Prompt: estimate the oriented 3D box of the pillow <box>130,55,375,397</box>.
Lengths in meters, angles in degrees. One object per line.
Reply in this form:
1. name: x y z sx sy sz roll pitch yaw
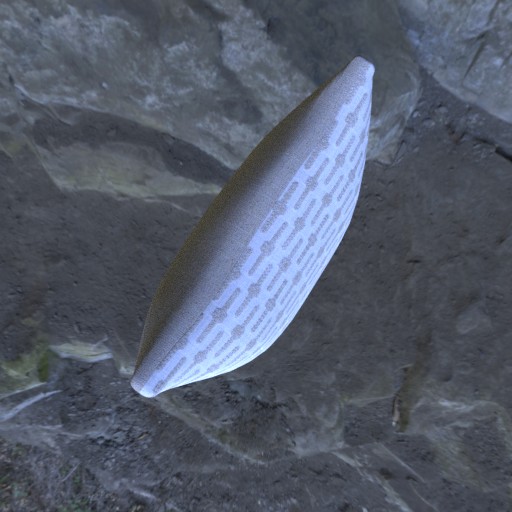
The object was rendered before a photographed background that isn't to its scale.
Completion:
1. pillow: 0.000 0.000 0.757 0.219 0.491 0.496 32 77 8
